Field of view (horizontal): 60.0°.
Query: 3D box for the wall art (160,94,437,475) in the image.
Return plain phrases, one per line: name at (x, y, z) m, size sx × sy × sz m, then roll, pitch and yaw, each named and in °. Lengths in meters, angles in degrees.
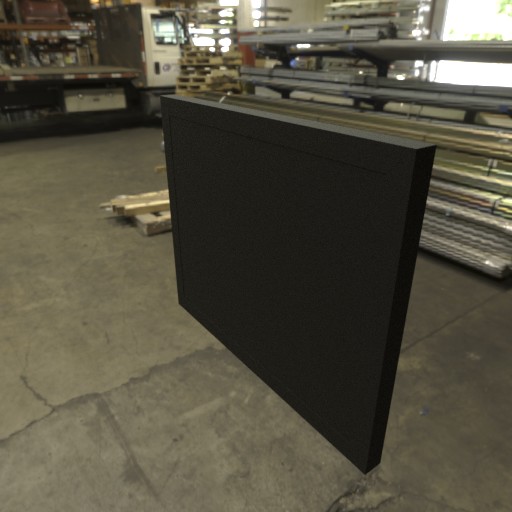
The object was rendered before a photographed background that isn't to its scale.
wall art at (0.000, 0.000, 0.529) m, size 0.024 × 0.329 × 0.404 m, roll -18°, pitch 31°, yaw -32°
